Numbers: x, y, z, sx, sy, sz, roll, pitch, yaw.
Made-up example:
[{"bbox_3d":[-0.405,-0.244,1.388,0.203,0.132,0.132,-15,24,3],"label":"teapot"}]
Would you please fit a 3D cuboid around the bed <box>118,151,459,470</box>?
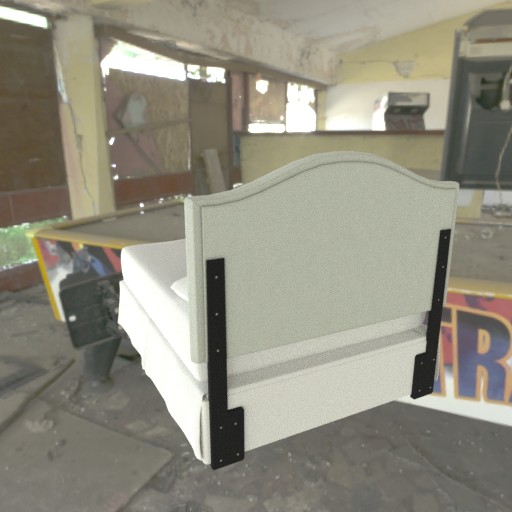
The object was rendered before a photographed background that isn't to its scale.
[{"bbox_3d":[0.000,0.000,3.395,1.813,1.607,2.180,-7,16,-26],"label":"bed"}]
